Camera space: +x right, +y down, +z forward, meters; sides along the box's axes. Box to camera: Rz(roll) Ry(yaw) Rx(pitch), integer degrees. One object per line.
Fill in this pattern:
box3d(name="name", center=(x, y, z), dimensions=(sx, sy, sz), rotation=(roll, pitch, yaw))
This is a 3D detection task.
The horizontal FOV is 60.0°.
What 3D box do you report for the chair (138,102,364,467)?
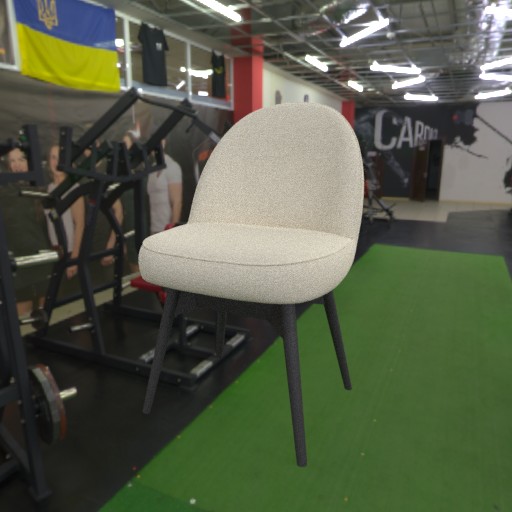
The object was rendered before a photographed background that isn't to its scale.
box3d(name="chair", center=(0.000, 0.000, 1.203), dimensions=(0.532, 0.838, 0.540), rotation=(7, 15, 27))
